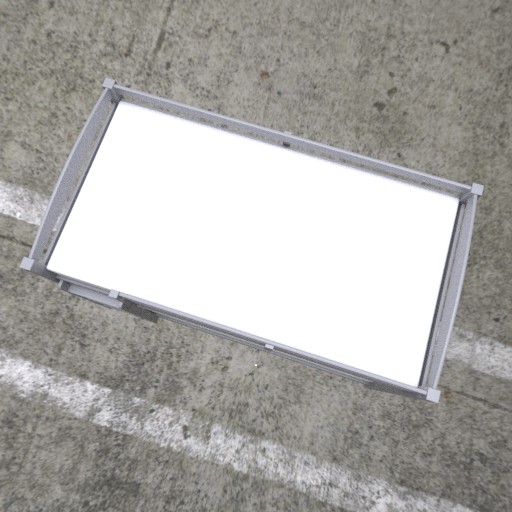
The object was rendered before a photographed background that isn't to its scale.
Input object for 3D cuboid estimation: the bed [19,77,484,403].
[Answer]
[{"bbox_3d":[0.000,0.000,2.676,2.013,1.206,1.105,17,77,4],"label":"bed"}]
